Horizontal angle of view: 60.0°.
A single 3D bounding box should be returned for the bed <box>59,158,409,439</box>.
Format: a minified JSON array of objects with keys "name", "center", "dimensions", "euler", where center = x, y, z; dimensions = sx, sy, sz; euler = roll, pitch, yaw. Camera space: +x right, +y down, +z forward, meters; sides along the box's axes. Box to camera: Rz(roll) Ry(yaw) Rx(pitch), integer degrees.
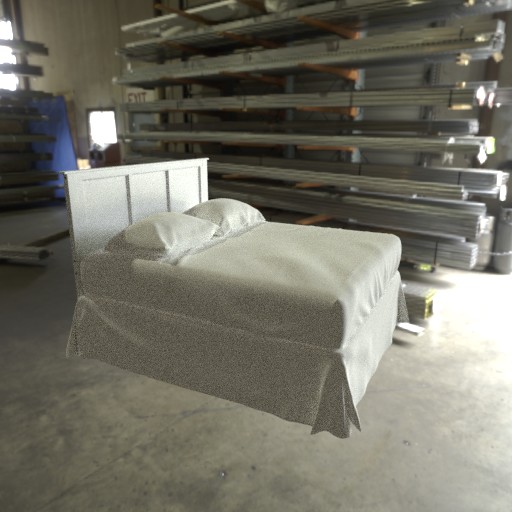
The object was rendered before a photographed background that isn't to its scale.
[{"name":"bed","center":[0.000,0.000,3.248],"dimensions":[2.047,1.269,1.876],"euler":[8,18,26]}]
